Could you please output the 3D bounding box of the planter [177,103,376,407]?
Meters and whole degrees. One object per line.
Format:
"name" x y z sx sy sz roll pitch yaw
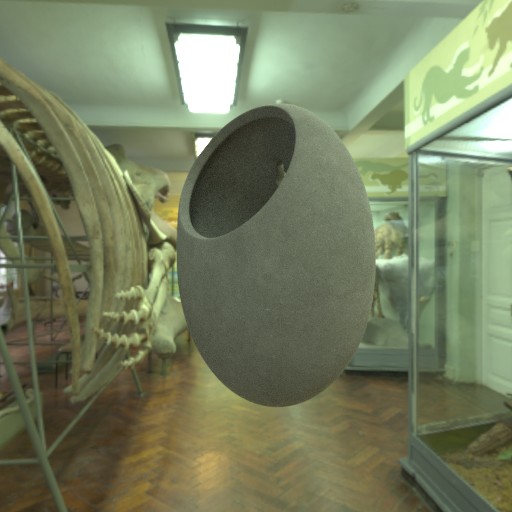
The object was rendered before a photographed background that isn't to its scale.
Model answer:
"planter" 0.000 0.000 0.286 0.071 0.188 0.185 0 0 -36
